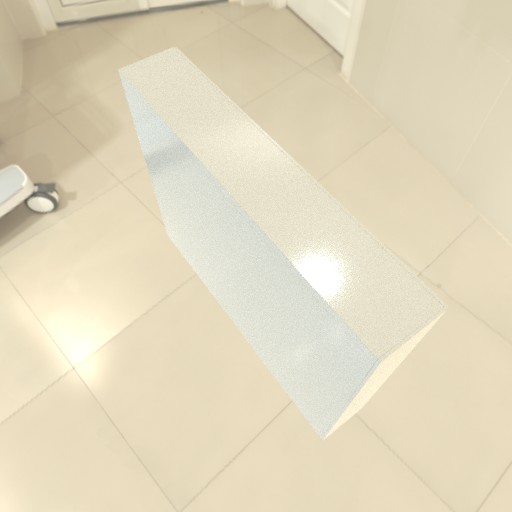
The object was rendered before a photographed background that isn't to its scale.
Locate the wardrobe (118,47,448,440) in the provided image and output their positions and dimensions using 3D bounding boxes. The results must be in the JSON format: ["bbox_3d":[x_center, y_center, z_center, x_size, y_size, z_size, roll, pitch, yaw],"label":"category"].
[{"bbox_3d":[0.000,0.000,4.038,0.580,2.360,3.000,-32,63,-18],"label":"wardrobe"}]
